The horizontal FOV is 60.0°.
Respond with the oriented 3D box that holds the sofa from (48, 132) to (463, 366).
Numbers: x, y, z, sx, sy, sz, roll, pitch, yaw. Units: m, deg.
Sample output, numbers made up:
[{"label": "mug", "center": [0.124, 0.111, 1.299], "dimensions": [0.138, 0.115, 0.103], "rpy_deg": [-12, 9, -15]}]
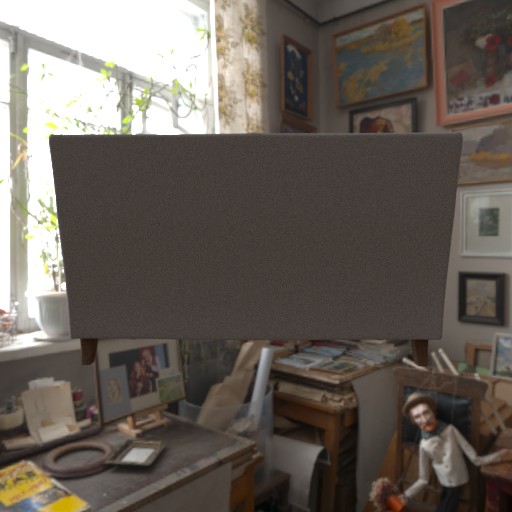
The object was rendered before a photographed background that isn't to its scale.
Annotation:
[{"label": "sofa", "center": [0.000, 0.000, 2.015], "dimensions": [1.482, 0.890, 0.888], "rpy_deg": [0, 0, 1]}]
